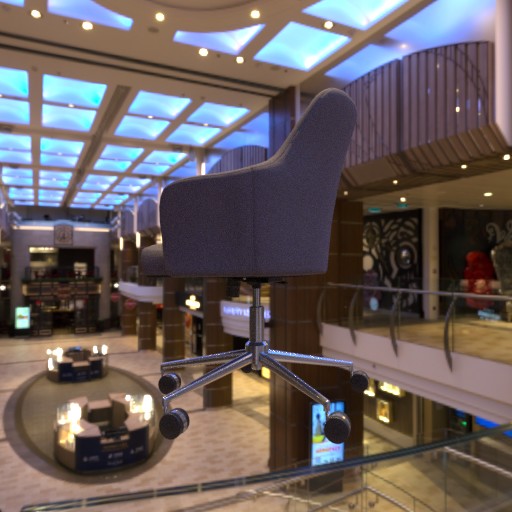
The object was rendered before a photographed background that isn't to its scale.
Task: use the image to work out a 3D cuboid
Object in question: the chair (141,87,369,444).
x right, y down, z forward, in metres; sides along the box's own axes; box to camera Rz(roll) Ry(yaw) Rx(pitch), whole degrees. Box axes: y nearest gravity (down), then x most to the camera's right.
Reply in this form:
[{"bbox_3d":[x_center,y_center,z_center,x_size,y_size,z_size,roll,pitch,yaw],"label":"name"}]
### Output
[{"bbox_3d":[0.000,0.000,1.266,0.600,0.820,0.655,0,-1,18],"label":"chair"}]
